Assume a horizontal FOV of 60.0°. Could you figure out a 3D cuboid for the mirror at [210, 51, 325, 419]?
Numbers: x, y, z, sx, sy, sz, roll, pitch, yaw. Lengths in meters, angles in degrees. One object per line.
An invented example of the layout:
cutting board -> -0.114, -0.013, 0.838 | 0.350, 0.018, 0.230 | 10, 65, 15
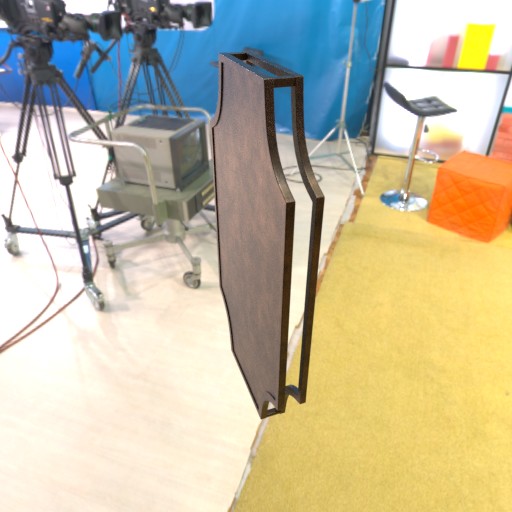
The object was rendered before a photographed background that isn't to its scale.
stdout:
mirror -> 0.000, 0.000, 1.001 | 0.066, 0.811, 0.462 | -11, 35, -16
